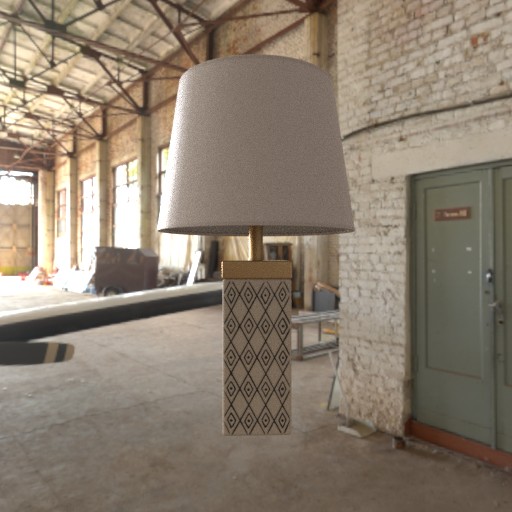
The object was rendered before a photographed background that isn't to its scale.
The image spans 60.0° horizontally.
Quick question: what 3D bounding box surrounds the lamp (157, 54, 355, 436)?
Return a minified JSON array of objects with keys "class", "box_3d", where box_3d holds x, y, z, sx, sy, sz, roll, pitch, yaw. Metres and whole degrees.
[{"class":"lamp","box_3d":[0.000,0.000,0.577,0.251,0.435,0.251,0,0,0]}]
